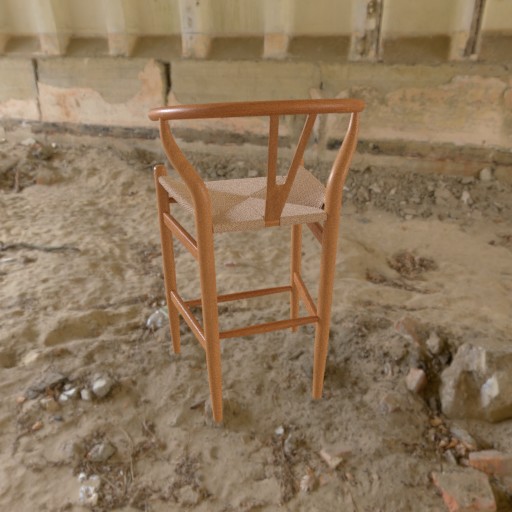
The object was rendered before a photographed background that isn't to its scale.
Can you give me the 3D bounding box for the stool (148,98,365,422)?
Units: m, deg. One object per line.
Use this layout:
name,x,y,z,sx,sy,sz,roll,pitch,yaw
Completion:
stool,0.000,0.000,1.382,0.569,0.970,0.579,-7,26,-16
